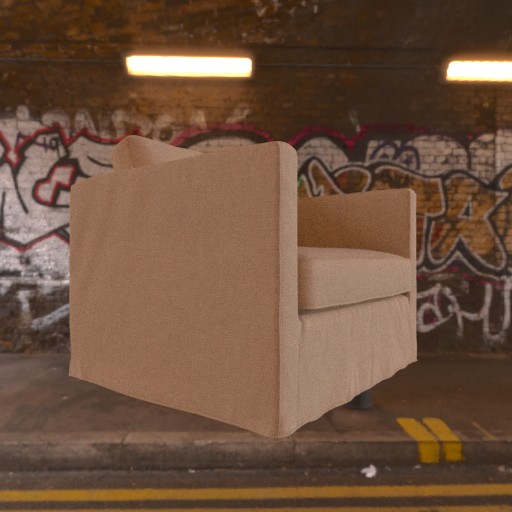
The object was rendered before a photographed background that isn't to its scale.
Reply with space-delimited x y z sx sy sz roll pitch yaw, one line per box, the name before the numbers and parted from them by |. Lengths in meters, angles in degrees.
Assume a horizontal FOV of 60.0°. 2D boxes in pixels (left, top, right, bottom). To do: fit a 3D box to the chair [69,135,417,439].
chair | 0.000 0.000 1.721 0.949 0.867 1.057 0 0 37
